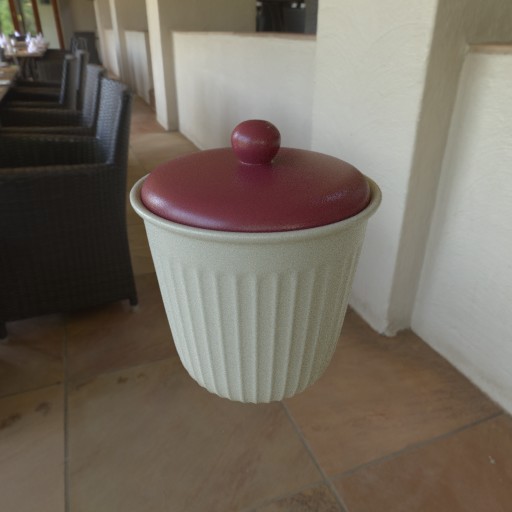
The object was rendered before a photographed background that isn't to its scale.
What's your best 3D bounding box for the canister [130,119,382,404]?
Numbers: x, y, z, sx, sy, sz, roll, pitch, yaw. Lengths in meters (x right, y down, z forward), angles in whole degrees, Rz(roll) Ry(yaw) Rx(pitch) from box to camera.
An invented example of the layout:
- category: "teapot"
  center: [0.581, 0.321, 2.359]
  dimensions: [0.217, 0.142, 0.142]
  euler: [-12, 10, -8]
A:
- category: "canister"
  center: [0.000, 0.000, 0.354]
  dimensions: [0.181, 0.211, 0.181]
  euler: [0, 27, 0]
